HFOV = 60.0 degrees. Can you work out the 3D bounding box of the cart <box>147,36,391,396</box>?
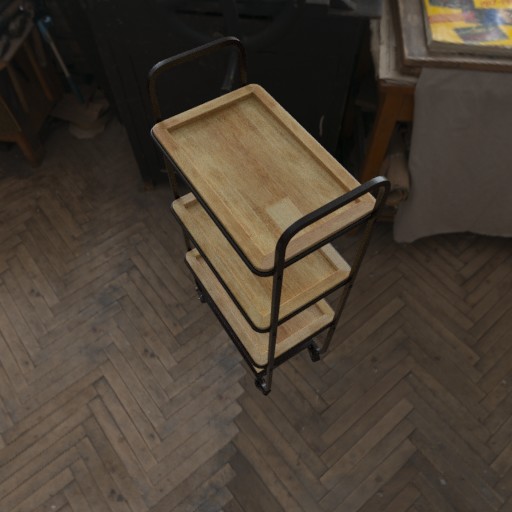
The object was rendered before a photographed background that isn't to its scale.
[{"bbox_3d":[0.000,0.000,1.339,0.321,1.080,0.545,-29,63,-17],"label":"cart"}]
